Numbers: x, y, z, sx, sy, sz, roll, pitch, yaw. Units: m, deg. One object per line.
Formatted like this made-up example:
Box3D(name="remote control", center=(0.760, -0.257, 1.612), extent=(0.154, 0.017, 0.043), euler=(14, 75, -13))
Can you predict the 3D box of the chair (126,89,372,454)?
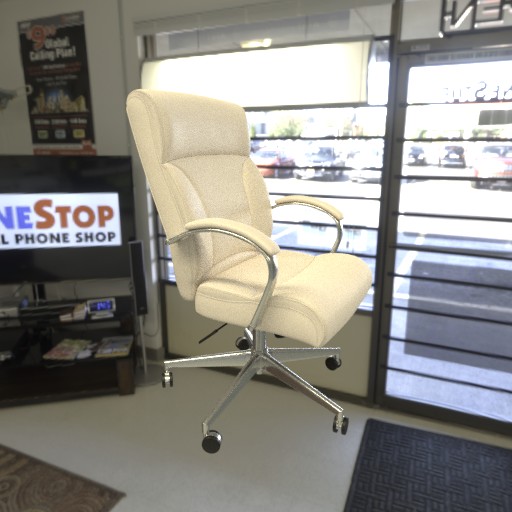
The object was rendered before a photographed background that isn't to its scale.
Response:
Box3D(name="chair", center=(0.000, 0.000, 1.552), extent=(0.745, 1.099, 0.727), euler=(7, 16, 26))
